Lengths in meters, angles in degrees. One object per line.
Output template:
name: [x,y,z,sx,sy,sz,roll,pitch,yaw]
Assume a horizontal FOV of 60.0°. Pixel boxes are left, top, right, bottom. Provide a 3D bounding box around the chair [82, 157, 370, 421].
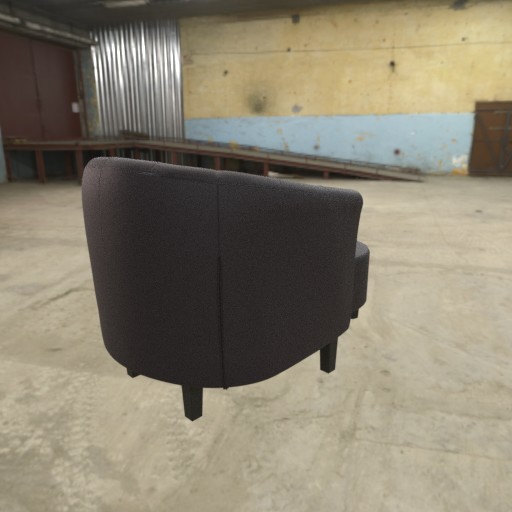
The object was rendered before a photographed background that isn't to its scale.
chair: [0.000,0.000,1.654,0.763,0.760,1.191,15,21,42]
